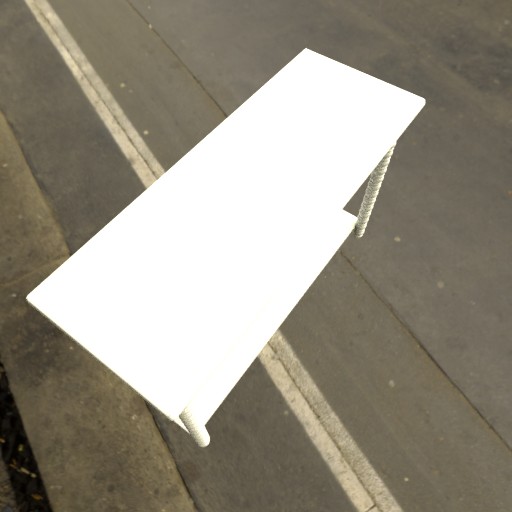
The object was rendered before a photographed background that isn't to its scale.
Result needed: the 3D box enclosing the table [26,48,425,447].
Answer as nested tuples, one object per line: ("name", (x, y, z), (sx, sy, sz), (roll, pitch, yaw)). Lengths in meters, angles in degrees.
("table", (0.000, 0.000, 1.508), (0.459, 0.740, 1.184), (32, 63, 18))
